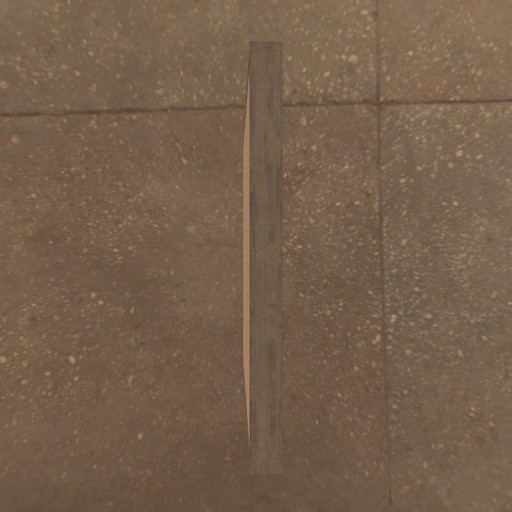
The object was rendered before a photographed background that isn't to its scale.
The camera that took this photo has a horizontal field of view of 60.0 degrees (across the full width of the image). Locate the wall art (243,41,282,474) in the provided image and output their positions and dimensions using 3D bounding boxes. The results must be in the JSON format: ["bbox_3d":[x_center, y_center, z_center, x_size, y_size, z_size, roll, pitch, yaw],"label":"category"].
[{"bbox_3d":[0.000,0.000,0.774,0.038,0.508,0.508,0,91,-3],"label":"wall art"}]
